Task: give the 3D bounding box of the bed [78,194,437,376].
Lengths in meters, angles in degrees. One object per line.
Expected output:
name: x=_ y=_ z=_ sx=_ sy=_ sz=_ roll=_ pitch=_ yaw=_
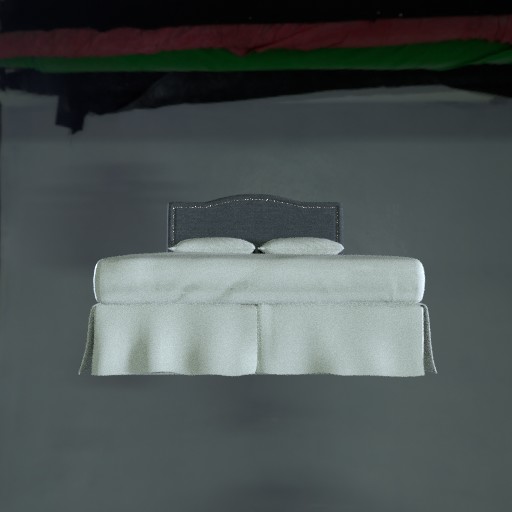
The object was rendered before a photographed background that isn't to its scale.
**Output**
bed: x=0.000 y=0.000 z=3.953 sx=2.161 sy=1.457 sz=2.689 roll=0 pitch=0 yaw=-1
